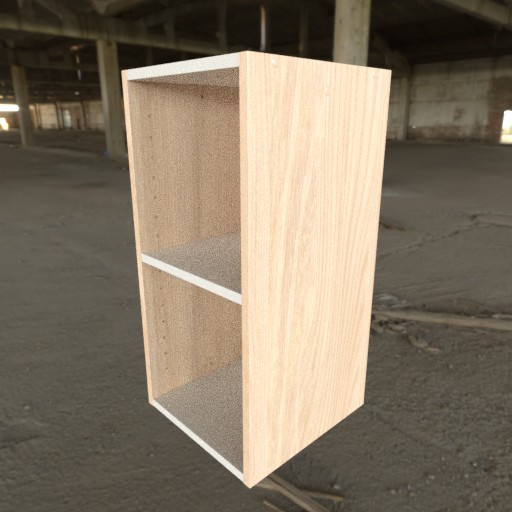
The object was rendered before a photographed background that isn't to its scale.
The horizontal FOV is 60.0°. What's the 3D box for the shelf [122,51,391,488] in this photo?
[{"bbox_3d":[0.000,0.000,0.765,0.297,0.594,0.290,-16,23,-41],"label":"shelf"}]
